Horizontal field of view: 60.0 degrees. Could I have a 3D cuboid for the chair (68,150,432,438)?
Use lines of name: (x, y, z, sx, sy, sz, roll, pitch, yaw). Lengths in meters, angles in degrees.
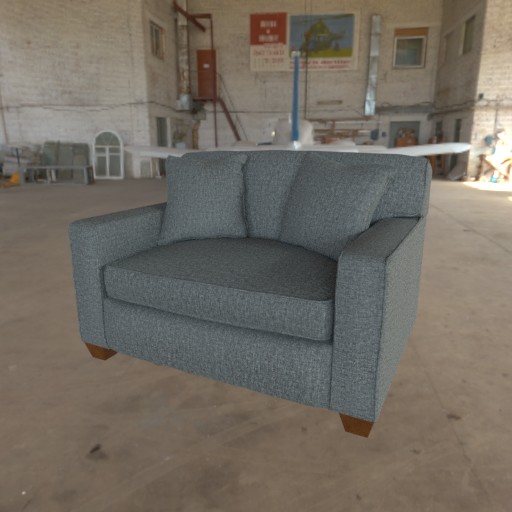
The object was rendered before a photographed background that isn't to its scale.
chair: (0.000, 0.000, 2.063, 1.383, 0.948, 1.000, 7, 17, 26)
